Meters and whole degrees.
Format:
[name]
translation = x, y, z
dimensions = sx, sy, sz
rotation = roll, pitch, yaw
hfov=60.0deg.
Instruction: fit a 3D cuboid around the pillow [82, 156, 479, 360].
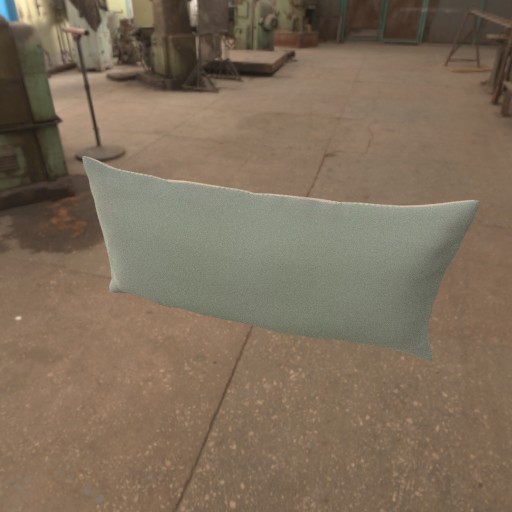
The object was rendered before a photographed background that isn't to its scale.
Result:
[pillow]
translation = 0.000, 0.000, 0.731
dimensions = 0.610, 0.287, 0.151
rotation = 10, 33, 15
